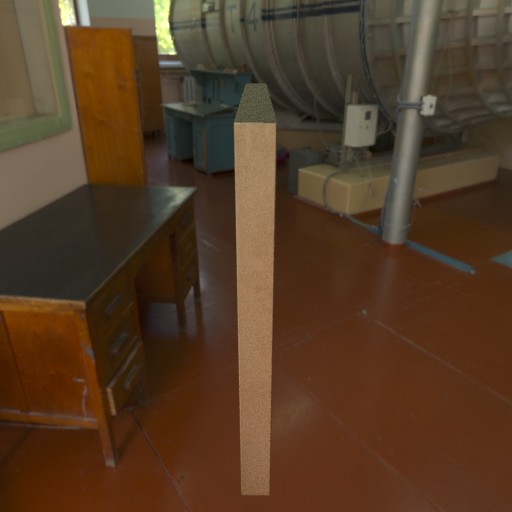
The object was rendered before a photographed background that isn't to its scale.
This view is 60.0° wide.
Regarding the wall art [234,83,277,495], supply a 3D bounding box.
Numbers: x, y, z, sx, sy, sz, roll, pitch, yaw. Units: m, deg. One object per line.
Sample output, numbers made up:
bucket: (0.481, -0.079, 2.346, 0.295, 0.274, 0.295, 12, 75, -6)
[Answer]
wall art: (0.000, 0.000, 0.742, 0.040, 0.506, 0.503, 0, 25, 0)
